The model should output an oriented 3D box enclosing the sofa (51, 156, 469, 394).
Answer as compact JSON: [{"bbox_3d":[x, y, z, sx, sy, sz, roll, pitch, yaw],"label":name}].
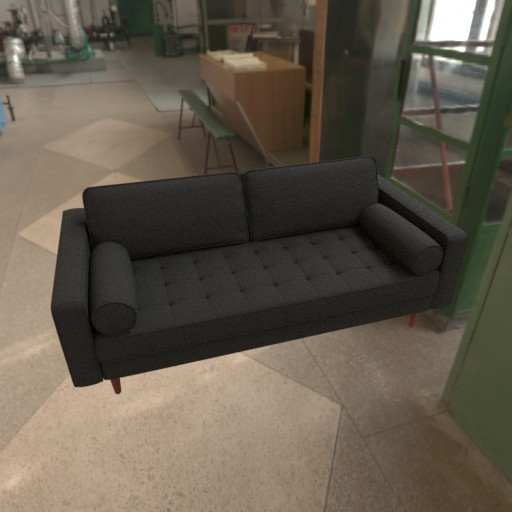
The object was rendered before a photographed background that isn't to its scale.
[{"bbox_3d":[0.000,0.000,2.319,1.875,0.759,0.914,-9,33,-15],"label":"sofa"}]
